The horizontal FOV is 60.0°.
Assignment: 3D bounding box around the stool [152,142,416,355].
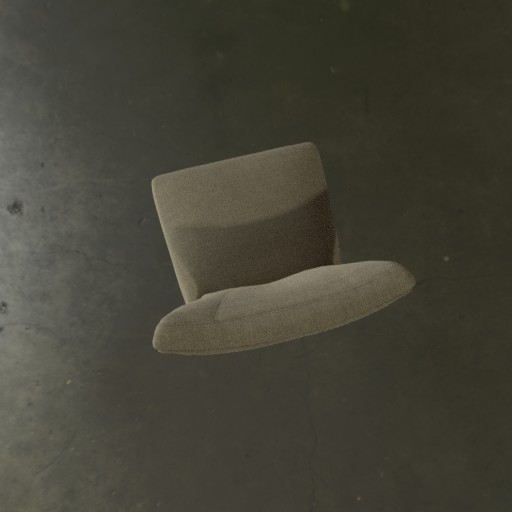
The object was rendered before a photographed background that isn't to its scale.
[{"bbox_3d":[0.000,0.000,1.350,0.514,1.000,0.574,-13,76,-3],"label":"stool"}]
